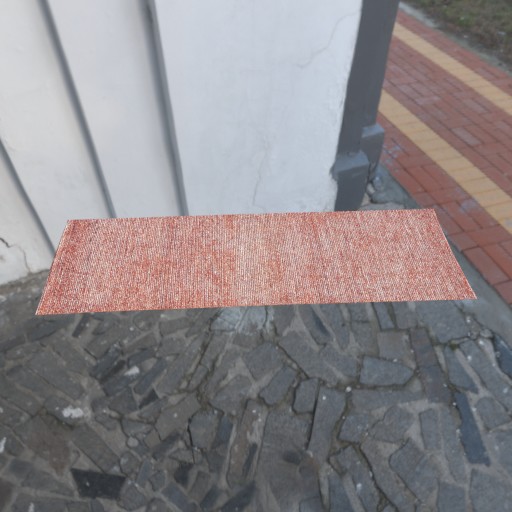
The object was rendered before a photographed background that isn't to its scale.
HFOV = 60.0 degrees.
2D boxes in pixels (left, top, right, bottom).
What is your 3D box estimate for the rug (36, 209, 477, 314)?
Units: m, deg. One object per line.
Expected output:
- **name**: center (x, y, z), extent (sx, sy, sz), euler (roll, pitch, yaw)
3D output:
- **rug**: center (0.000, 0.000, 2.590), extent (2.353, 0.013, 0.718), euler (-2, 48, -2)
